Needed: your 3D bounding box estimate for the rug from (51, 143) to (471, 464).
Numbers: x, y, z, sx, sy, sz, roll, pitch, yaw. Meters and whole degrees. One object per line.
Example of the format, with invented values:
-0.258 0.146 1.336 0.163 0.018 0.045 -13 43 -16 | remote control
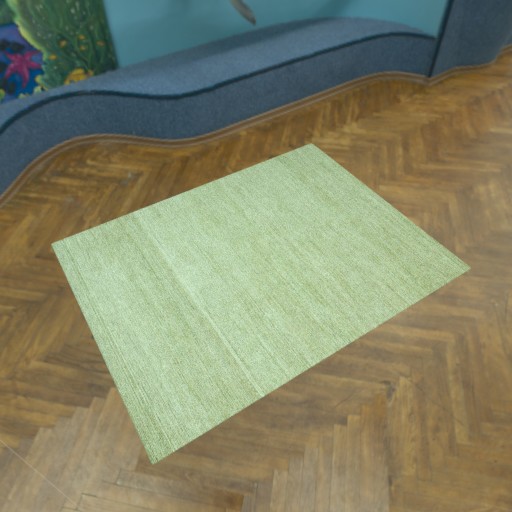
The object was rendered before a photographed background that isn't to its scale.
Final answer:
0.000 0.000 4.224 3.198 0.016 2.425 -25 53 -21 | rug
